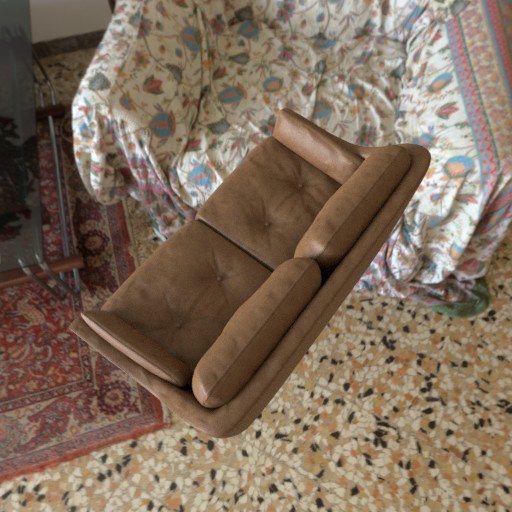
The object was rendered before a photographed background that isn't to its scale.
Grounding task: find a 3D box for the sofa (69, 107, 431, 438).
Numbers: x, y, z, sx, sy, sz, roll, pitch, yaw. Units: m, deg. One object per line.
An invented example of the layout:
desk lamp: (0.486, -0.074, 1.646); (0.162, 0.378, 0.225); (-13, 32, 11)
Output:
sofa: (0.000, 0.000, 2.334); (0.981, 0.886, 1.731); (35, 69, 15)
